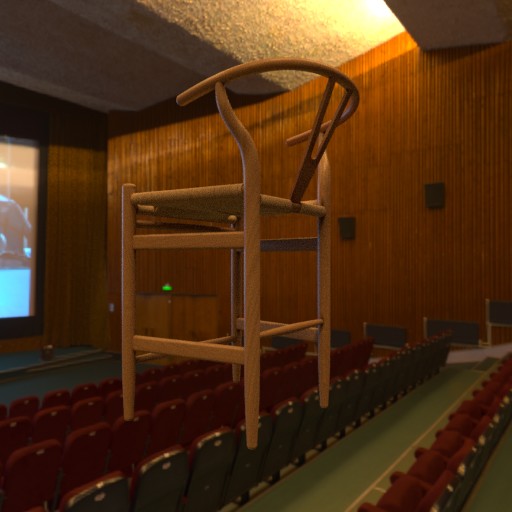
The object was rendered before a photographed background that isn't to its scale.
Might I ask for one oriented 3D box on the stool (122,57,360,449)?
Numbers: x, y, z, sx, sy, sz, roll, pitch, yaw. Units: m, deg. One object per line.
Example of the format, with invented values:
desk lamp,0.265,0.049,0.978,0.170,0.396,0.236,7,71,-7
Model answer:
stool,0.000,0.000,1.285,0.575,0.923,0.536,0,0,37
